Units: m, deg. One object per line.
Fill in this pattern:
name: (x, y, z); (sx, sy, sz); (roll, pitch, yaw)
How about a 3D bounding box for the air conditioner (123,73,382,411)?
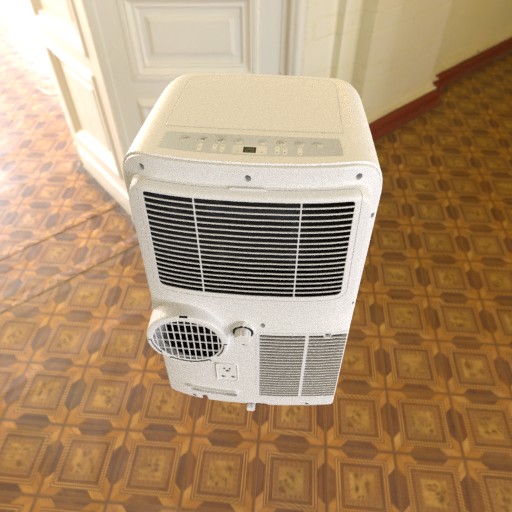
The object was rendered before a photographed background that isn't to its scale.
air conditioner: (0.000, 0.000, 1.073); (0.478, 0.765, 0.467); (3, 47, 3)
